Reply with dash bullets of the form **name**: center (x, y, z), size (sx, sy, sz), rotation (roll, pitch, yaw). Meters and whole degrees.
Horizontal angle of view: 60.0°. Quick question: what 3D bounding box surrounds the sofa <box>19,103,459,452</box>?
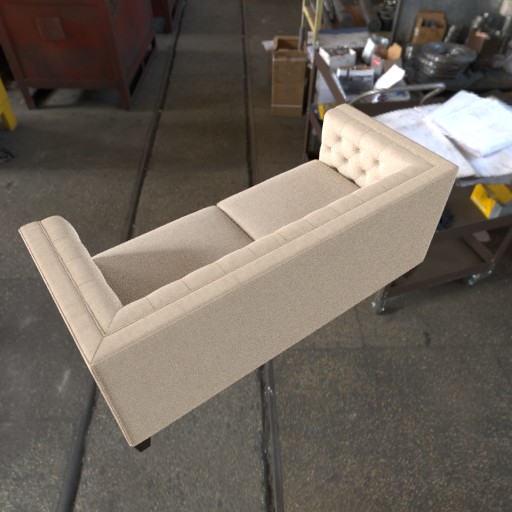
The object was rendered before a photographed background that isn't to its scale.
- **sofa**: center (0.000, 0.000, 2.167), size (1.778, 0.762, 0.775), rotation (-27, 52, -24)
